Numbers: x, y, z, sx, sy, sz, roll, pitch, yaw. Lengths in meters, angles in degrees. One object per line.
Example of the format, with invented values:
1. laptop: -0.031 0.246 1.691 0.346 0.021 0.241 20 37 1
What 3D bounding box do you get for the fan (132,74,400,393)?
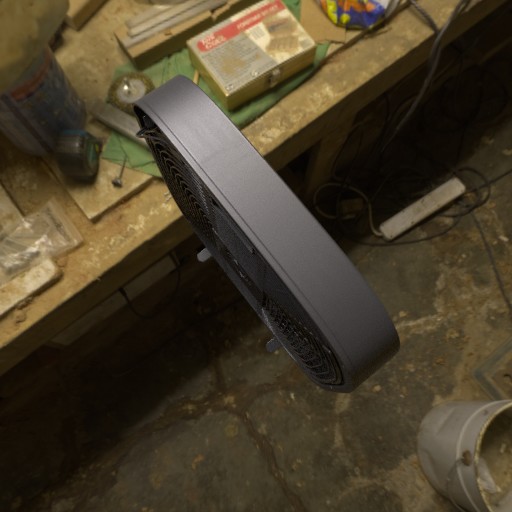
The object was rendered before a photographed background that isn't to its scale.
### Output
1. fan: 0.000 0.000 0.792 0.142 0.533 0.526 -36 77 -9
